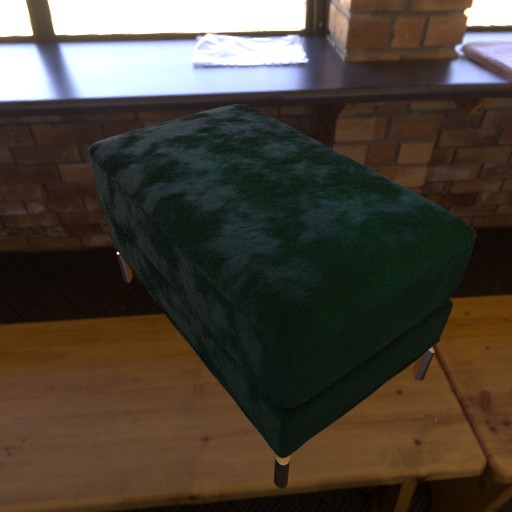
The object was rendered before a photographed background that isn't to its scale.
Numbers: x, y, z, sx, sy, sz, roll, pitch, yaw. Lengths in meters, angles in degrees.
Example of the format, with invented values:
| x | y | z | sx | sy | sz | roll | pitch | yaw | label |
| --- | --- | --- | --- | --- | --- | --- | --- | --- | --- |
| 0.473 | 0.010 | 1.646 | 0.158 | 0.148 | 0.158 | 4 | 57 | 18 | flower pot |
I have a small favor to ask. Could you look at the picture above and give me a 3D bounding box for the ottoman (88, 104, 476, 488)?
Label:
| x | y | z | sx | sy | sz | roll | pitch | yaw | label |
| --- | --- | --- | --- | --- | --- | --- | --- | --- | --- |
| 0.000 | 0.000 | 1.198 | 0.536 | 0.533 | 0.886 | -25 | 46 | -27 | ottoman |
